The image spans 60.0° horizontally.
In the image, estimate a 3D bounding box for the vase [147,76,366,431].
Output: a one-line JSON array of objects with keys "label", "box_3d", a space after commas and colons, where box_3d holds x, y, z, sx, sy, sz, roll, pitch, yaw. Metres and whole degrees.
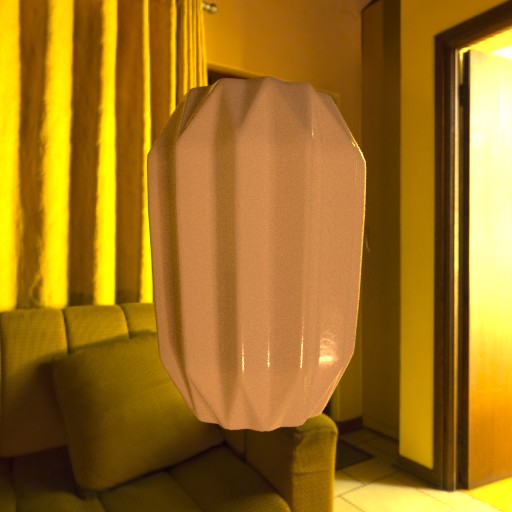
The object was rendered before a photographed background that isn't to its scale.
[{"label": "vase", "box_3d": [0.000, 0.000, 0.402, 0.195, 0.275, 0.195, 0, 1, 0]}]
